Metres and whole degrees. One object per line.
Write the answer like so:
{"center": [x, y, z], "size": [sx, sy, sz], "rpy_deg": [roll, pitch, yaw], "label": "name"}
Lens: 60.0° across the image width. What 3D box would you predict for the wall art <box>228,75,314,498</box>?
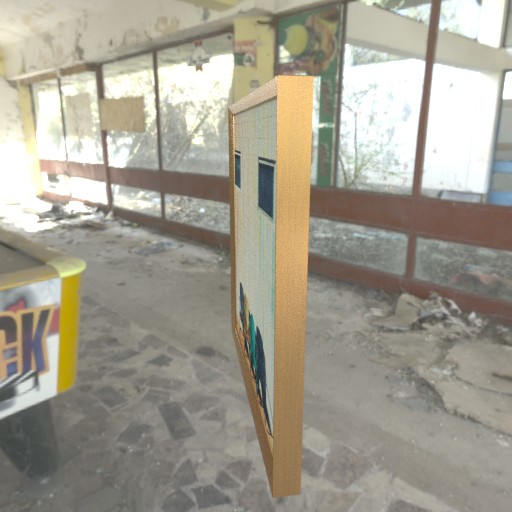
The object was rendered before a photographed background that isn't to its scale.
{"center": [0.000, 0.000, 0.744], "size": [0.037, 0.505, 0.505], "rpy_deg": [-2, 15, -9], "label": "wall art"}
